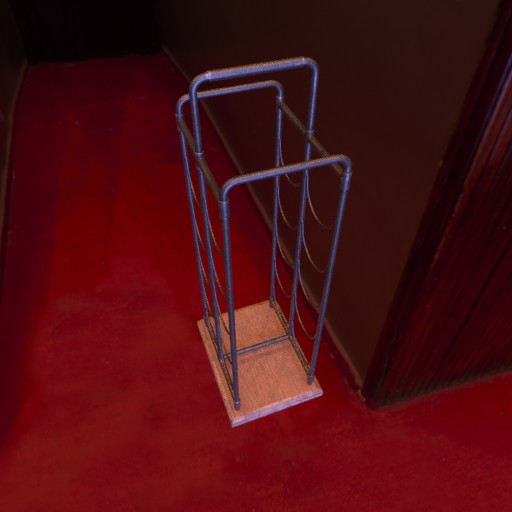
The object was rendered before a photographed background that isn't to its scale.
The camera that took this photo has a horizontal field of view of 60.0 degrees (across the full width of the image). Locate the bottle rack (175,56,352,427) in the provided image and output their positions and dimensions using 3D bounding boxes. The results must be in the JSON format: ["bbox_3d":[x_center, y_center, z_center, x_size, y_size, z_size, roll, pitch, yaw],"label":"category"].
[{"bbox_3d":[0.000,0.000,0.791,0.208,0.680,0.276,-15,47,-14],"label":"bottle rack"}]
